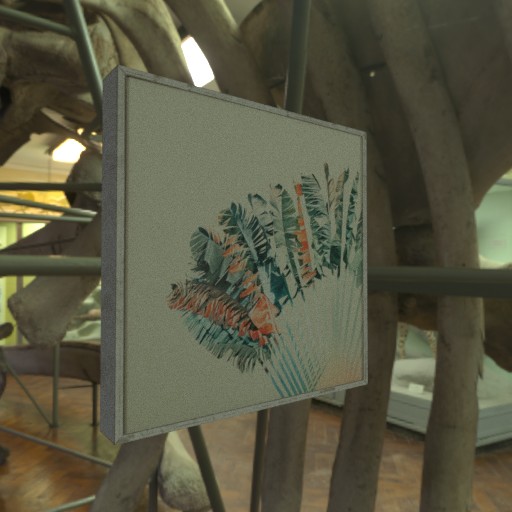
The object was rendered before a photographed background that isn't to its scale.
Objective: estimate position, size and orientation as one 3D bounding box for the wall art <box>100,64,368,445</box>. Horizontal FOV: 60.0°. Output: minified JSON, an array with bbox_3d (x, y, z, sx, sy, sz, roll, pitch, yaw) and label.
[{"bbox_3d":[0.000,0.000,0.459,0.305,0.303,0.038,1,-2,-36],"label":"wall art"}]
